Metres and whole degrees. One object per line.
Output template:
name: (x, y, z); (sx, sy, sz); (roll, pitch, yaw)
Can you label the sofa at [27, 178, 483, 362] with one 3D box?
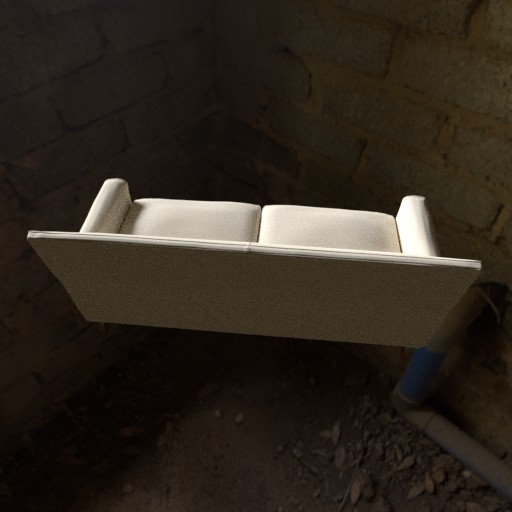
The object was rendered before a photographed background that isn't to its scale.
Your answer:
sofa: (0.000, 0.000, 2.518); (2.001, 0.907, 0.841); (4, 46, 4)
